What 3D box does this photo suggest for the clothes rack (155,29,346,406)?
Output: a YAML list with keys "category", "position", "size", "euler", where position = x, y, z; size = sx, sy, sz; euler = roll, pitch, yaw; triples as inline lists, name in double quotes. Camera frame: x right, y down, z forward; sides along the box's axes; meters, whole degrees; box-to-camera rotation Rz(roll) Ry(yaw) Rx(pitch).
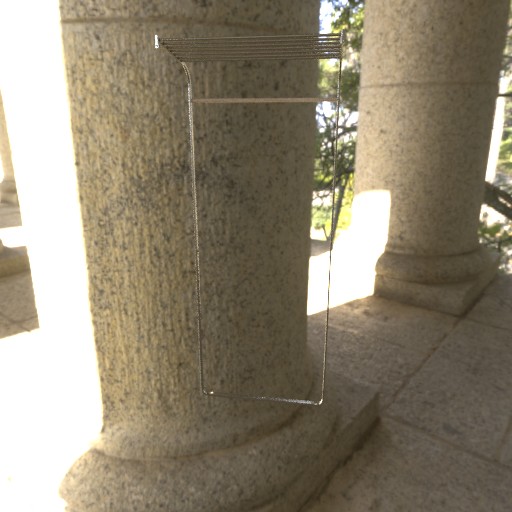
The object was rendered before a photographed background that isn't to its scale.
- category: "clothes rack"
  position: [0.000, 0.000, 1.783]
  size: [0.609, 1.574, 0.349]
  euler: [3, 17, 9]
